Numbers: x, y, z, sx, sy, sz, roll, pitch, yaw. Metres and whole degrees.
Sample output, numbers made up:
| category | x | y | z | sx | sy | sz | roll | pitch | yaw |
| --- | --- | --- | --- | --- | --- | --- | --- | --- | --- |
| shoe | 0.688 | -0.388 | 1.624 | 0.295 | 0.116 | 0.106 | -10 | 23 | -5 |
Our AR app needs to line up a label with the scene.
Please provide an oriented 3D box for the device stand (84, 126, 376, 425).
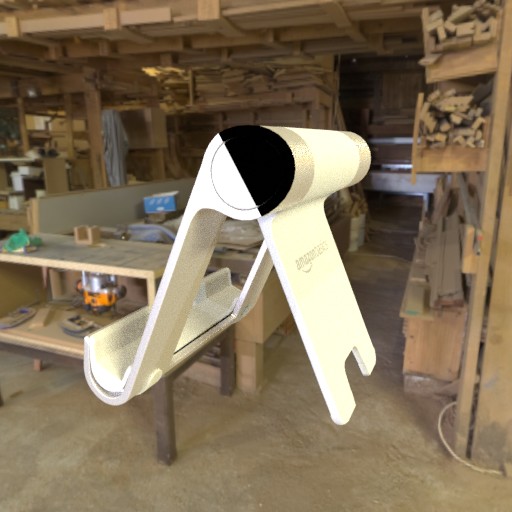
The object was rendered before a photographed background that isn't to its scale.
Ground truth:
| category | x | y | z | sx | sy | sz | roll | pitch | yaw |
| --- | --- | --- | --- | --- | --- | --- | --- | --- | --- |
| device stand | 0.000 | 0.000 | 0.152 | 0.079 | 0.084 | 0.086 | 7 | 16 | 25 |
